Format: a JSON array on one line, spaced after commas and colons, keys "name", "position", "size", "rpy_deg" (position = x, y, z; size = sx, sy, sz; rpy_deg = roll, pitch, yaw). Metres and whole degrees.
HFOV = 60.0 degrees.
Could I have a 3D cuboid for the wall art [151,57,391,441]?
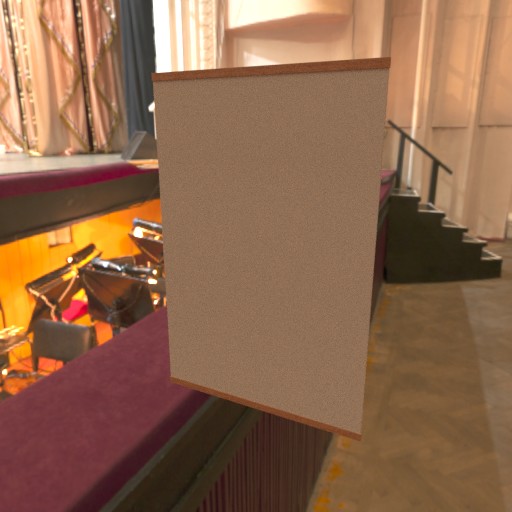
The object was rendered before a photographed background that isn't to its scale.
[{"name": "wall art", "position": [0.000, 0.000, 1.922], "size": [1.019, 1.527, 0.019], "rpy_deg": [8, 18, 26]}]
